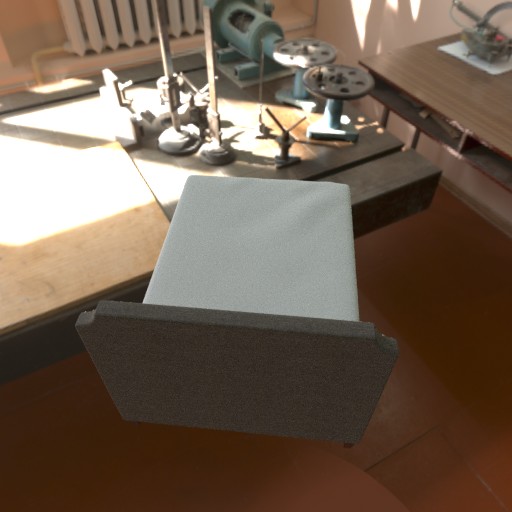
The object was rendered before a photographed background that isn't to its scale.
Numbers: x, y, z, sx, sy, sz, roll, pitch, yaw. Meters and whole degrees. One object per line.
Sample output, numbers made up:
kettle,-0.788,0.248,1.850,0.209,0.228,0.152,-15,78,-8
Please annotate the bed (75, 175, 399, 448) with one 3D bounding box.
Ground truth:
bed,0.000,0.000,3.558,1.713,1.457,2.381,4,46,4
